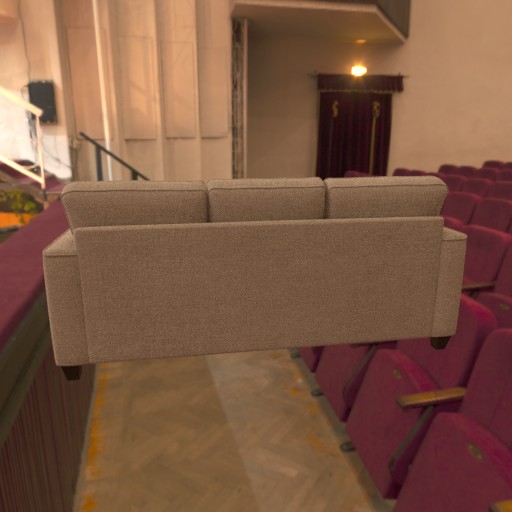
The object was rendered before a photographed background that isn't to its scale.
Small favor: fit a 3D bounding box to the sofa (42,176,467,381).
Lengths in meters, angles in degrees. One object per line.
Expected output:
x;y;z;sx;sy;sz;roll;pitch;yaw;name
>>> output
0.000;0.000;2.630;2.133;0.965;0.939;-2;15;-9;sofa
